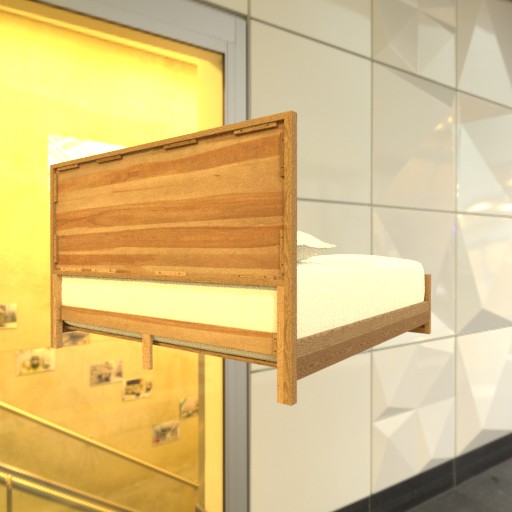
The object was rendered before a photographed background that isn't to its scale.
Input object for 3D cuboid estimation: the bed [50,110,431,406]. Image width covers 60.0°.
[{"bbox_3d":[0.000,0.000,3.415,2.013,1.295,2.184,0,1,37],"label":"bed"}]
